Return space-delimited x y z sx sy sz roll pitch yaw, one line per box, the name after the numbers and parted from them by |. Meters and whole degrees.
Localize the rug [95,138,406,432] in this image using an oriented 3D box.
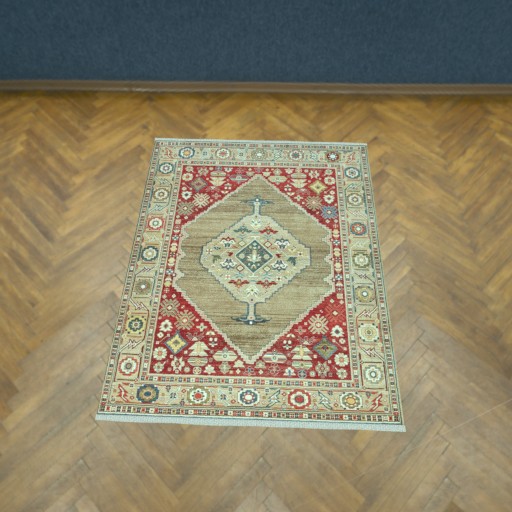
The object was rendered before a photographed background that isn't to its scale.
0.000 0.000 4.299 2.451 0.008 3.143 2 59 1 | rug
